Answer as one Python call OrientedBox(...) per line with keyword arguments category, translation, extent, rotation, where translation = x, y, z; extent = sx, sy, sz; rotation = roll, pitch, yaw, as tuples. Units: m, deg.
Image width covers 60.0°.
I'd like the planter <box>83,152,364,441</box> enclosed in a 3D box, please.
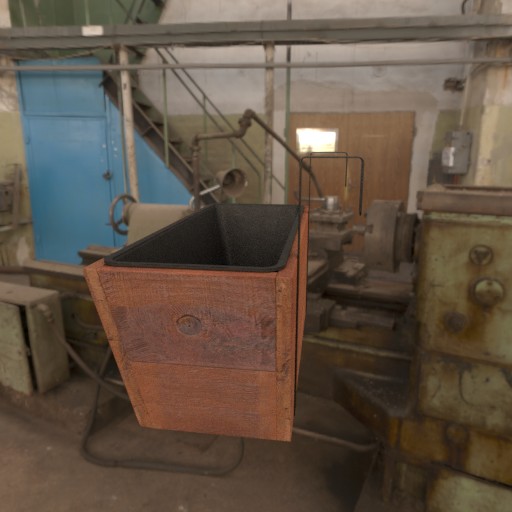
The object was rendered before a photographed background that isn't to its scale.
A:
OrientedBox(category="planter", translation=(0.000, 0.000, 0.641), extent=(0.262, 0.289, 0.480), rotation=(2, 14, 8))
